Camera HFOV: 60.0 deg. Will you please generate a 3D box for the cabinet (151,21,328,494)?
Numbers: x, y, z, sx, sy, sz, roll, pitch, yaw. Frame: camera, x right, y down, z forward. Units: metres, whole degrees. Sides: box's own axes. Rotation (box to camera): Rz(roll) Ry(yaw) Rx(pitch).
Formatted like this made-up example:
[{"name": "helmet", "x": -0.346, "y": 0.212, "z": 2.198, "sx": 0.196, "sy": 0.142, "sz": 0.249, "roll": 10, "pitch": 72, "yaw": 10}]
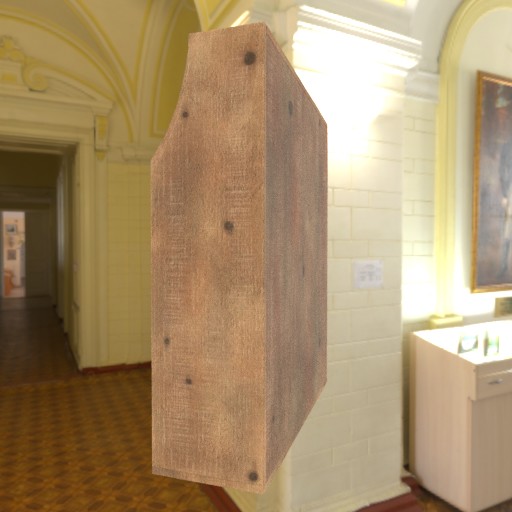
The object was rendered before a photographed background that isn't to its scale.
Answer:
[{"name": "cabinet", "x": 0.000, "y": 0.000, "z": 0.813, "sx": 0.184, "sy": 0.590, "sz": 0.489, "roll": 0, "pitch": 1, "yaw": 18}]
